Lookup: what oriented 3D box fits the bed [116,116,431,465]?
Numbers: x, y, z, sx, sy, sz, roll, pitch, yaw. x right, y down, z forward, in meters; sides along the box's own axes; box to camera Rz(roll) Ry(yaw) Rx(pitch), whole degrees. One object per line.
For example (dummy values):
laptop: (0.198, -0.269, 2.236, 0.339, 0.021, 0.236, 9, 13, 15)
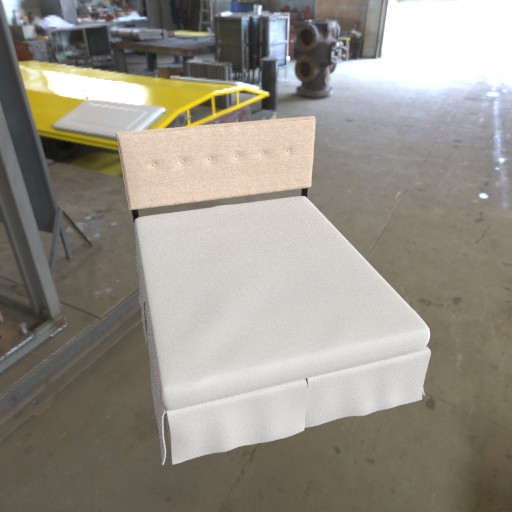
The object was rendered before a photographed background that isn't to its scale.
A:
bed: (0.000, 0.000, 3.010, 1.643, 1.270, 1.978, -9, 33, -14)
